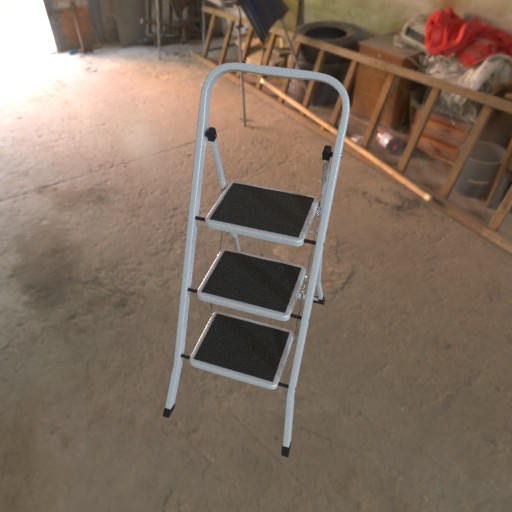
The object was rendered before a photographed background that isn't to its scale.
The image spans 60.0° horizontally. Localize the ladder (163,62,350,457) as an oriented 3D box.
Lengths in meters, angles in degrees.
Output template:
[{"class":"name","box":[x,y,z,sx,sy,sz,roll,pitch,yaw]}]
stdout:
[{"class":"ladder","box":[0.000,0.000,1.404,0.460,1.050,0.711,13,44,13]}]
